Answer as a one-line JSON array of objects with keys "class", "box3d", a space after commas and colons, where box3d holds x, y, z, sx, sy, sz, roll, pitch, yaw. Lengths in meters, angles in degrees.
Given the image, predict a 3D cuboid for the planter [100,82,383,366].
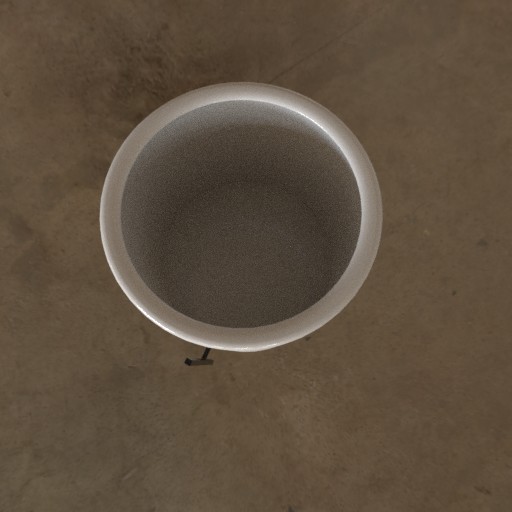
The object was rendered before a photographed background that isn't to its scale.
[{"class": "planter", "box3d": [0.000, 0.000, 0.644, 0.308, 0.431, 0.307, -1, 77, 0]}]
